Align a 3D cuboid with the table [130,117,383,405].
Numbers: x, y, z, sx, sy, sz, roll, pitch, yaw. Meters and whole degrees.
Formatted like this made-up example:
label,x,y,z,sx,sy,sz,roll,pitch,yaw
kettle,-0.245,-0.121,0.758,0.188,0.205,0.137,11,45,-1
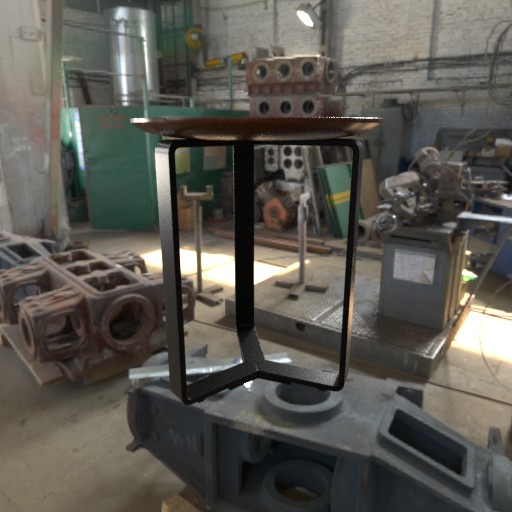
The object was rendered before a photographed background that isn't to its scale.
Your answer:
label,x,y,z,sx,sy,sz,roll,pitch,yaw
table,0.000,0.000,0.760,0.380,0.450,0.410,-3,17,-8
